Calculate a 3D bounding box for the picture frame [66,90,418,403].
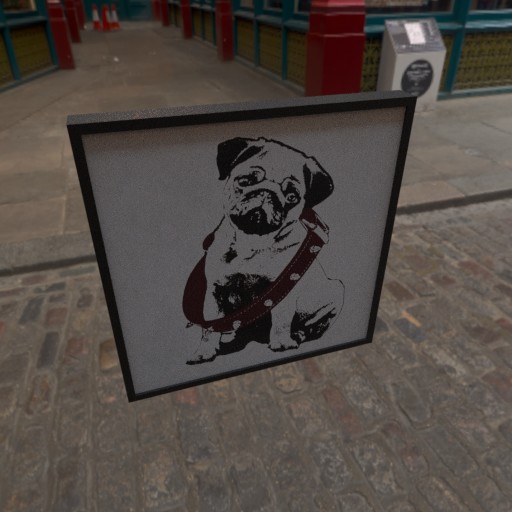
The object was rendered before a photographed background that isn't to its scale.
[{"bbox_3d":[0.000,0.000,0.479,0.317,0.317,0.030,-10,33,-15],"label":"picture frame"}]
